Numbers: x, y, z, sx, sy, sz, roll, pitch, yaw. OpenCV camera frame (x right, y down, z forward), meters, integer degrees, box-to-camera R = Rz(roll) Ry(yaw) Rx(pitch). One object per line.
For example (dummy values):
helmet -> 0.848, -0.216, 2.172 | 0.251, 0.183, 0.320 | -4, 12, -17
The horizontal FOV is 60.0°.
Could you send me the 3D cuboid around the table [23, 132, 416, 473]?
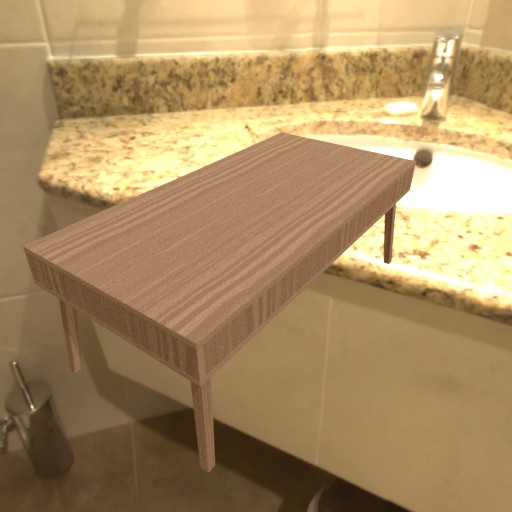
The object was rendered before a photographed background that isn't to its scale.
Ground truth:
table -> 0.000, 0.000, 1.510 | 0.600, 0.450, 1.200 | 21, 38, 30
